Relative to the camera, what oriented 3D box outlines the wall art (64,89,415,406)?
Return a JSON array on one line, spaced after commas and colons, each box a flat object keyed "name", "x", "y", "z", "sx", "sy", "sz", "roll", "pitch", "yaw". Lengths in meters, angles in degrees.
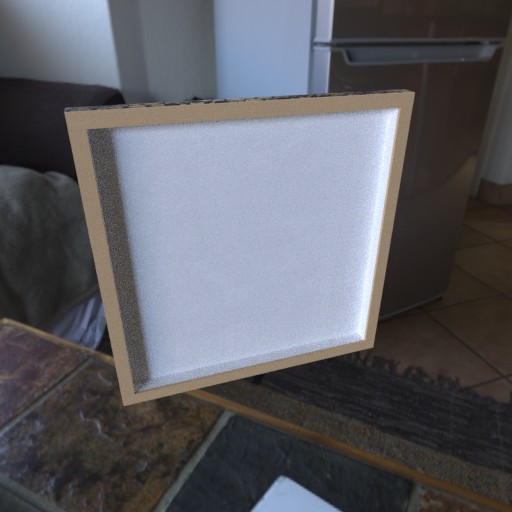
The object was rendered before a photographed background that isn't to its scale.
[{"name": "wall art", "x": 0.000, "y": 0.000, "z": 0.903, "sx": 0.612, "sy": 0.612, "sz": 0.038, "roll": -9, "pitch": 30, "yaw": -16}]
